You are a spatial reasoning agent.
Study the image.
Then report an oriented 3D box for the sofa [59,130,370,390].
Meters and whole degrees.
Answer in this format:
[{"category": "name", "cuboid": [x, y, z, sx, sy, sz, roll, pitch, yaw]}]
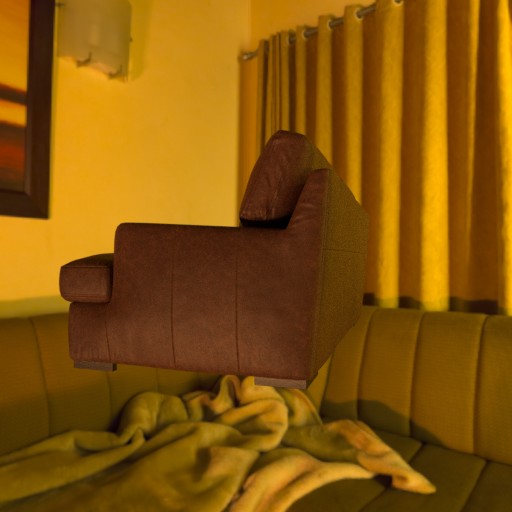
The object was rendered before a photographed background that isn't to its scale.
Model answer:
[{"category": "sofa", "cuboid": [0.000, 0.000, 2.514, 1.143, 0.939, 1.880, 0, 0, 18]}]
